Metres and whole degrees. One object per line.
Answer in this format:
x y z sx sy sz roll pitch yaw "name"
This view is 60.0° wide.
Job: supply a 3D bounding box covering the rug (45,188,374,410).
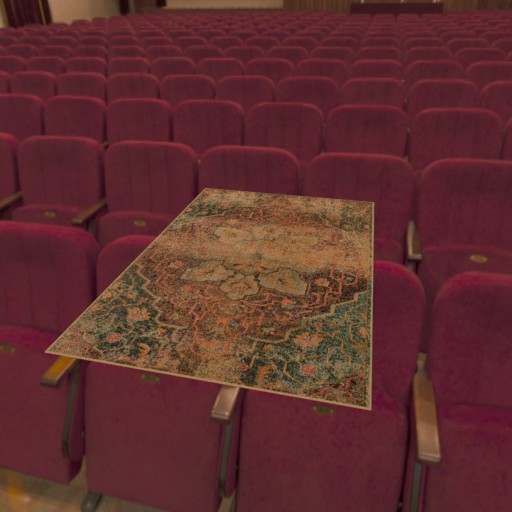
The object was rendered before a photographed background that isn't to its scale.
0.000 0.000 2.961 1.566 0.004 2.363 7 29 13 "rug"
